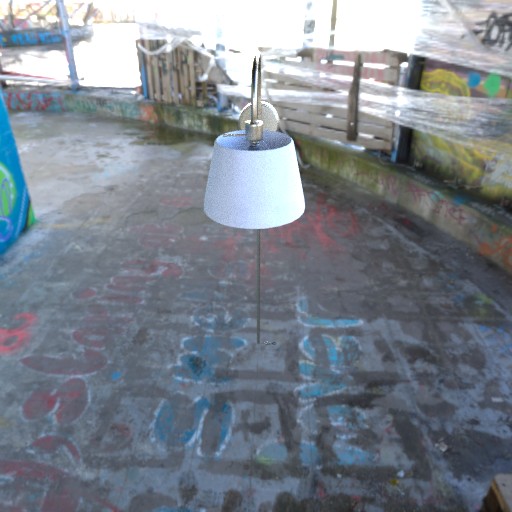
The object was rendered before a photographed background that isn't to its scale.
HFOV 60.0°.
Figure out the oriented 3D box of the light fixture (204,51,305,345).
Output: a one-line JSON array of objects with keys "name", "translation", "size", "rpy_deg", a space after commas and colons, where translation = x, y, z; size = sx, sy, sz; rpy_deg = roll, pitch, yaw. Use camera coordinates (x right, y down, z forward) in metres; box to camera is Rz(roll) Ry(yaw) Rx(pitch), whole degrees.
[{"name": "light fixture", "translation": [0.000, 0.000, 0.480], "size": [0.092, 0.399, 0.176], "rpy_deg": [1, 31, 2]}]
